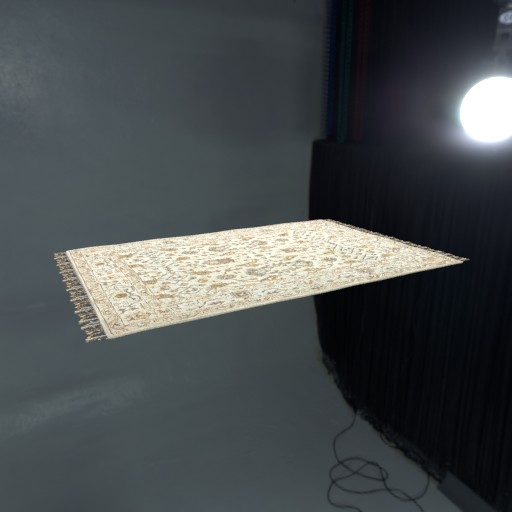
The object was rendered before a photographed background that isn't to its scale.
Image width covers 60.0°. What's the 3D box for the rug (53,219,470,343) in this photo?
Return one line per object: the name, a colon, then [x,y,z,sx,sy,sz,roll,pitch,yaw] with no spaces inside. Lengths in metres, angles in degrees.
rug: [0.000,0.000,3.028,2.434,0.027,1.529,-9,19,-28]
